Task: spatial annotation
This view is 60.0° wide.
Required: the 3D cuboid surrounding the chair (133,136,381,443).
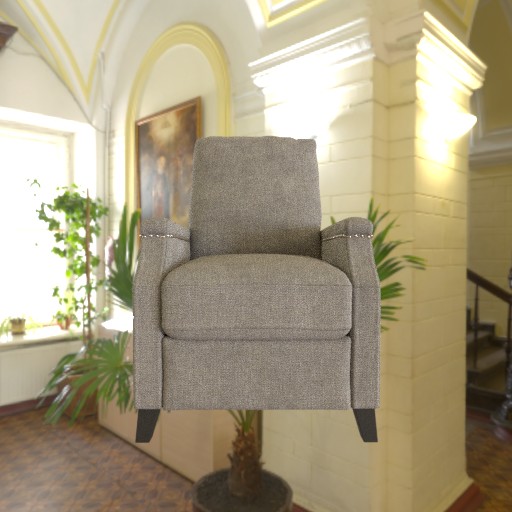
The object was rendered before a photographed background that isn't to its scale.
[{"bbox_3d":[0.000,0.000,1.662,0.710,1.049,0.922,0,1,0],"label":"chair"}]
